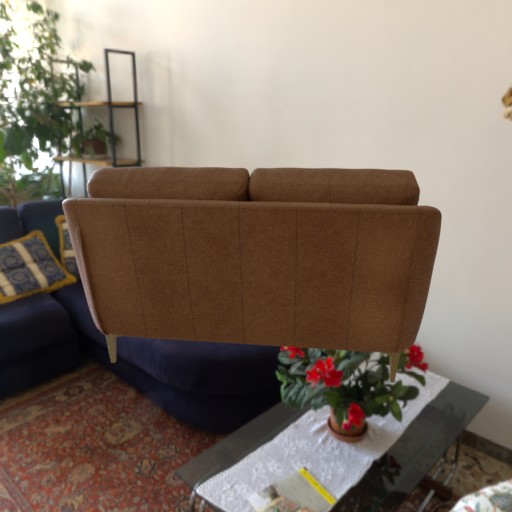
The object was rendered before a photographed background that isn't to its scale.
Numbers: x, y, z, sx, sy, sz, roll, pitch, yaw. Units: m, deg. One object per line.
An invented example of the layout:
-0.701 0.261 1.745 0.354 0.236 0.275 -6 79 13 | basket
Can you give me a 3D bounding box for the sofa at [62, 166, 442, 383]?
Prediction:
0.000 0.000 2.148 1.619 0.902 0.960 2 17 7 | sofa
